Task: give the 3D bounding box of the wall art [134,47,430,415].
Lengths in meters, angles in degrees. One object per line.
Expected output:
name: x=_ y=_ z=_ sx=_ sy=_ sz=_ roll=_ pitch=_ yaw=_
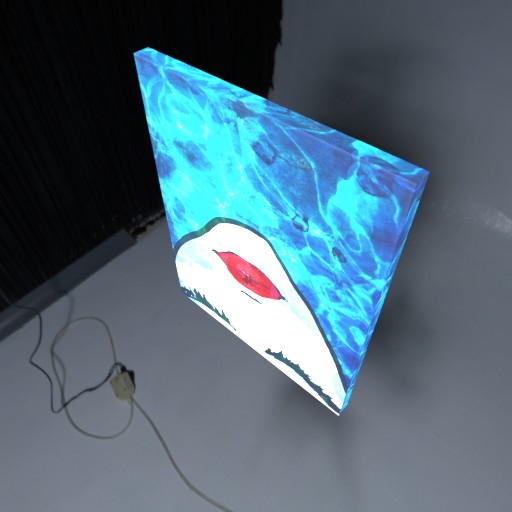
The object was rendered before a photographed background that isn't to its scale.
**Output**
wall art: x=0.000 y=0.000 z=1.019 sx=0.609 sy=0.760 sz=0.038 roll=33 pitch=56 yaw=27
